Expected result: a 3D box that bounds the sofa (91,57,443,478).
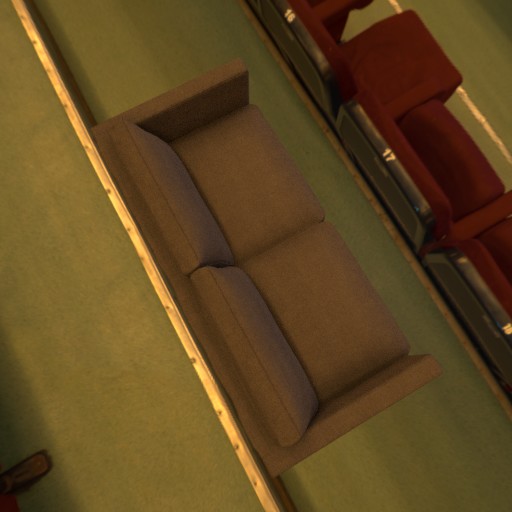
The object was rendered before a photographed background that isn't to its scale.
[{"bbox_3d":[0.000,0.000,2.465,0.953,0.855,1.982,-29,77,-7],"label":"sofa"}]
